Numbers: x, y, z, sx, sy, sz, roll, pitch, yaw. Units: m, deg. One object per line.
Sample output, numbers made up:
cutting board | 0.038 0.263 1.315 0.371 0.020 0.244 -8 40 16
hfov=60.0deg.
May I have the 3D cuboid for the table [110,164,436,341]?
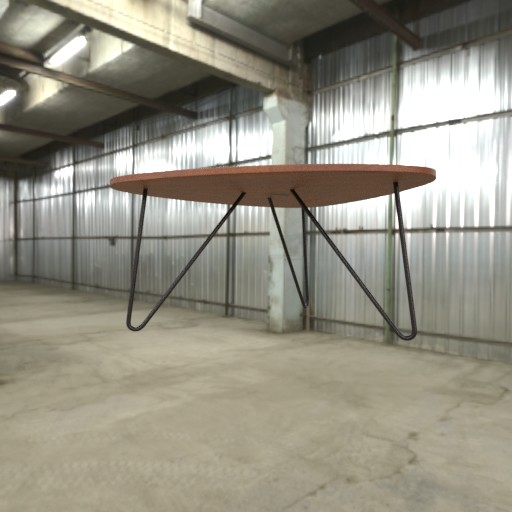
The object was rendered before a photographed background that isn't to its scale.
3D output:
table | 0.000 0.000 1.315 0.821 0.413 0.833 0 1 -16
